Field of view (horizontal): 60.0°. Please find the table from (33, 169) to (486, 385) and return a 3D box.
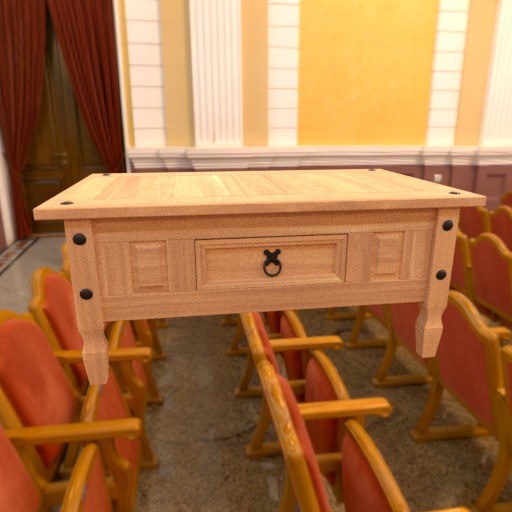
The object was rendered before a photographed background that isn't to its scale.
[{"bbox_3d":[0.000,0.000,1.309,1.000,0.437,0.600,-3,17,-8],"label":"table"}]
